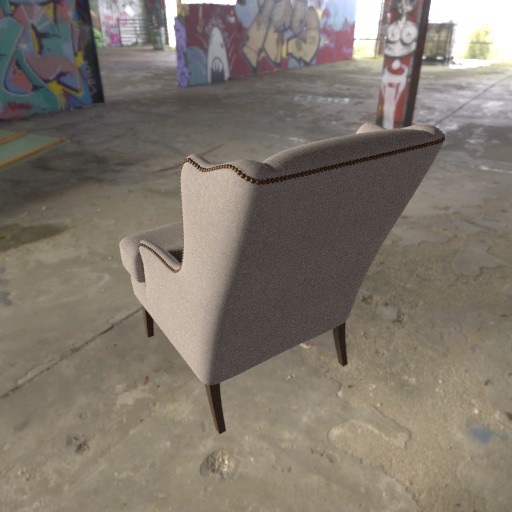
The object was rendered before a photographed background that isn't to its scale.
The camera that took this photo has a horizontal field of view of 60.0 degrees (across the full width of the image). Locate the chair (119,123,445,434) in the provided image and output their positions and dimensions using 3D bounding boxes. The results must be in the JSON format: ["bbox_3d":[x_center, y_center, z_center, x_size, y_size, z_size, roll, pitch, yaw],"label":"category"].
[{"bbox_3d":[0.000,0.000,1.626,0.737,1.029,0.940,-18,34,-30],"label":"chair"}]
